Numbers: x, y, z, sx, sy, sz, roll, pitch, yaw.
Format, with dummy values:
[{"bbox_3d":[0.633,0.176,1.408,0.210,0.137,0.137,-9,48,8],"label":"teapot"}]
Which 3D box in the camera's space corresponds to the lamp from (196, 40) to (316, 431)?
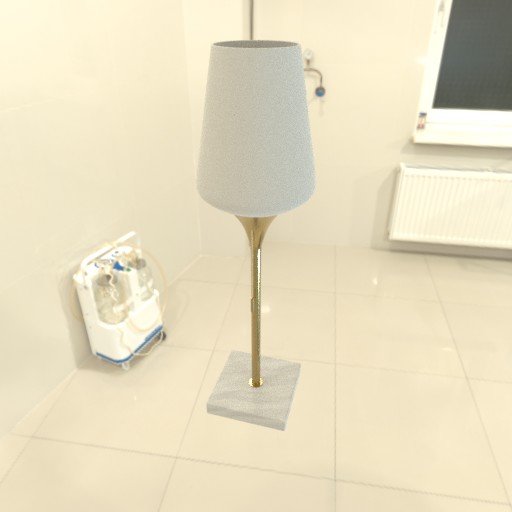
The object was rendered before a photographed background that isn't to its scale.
[{"bbox_3d":[0.000,0.000,0.737,0.181,0.639,0.181,8,31,14],"label":"lamp"}]
